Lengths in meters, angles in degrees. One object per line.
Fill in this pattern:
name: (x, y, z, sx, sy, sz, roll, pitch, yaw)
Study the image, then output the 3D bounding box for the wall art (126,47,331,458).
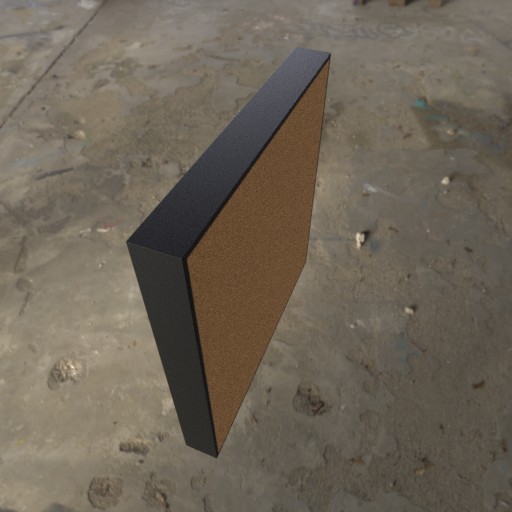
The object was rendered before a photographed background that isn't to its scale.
wall art: (0.000, 0.000, 0.455, 0.037, 0.303, 0.304, 16, 48, 15)
